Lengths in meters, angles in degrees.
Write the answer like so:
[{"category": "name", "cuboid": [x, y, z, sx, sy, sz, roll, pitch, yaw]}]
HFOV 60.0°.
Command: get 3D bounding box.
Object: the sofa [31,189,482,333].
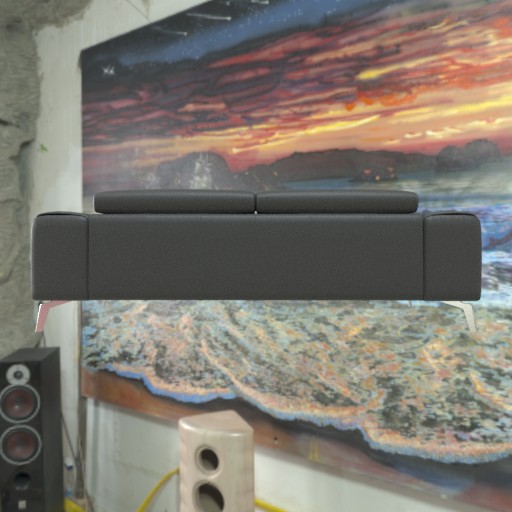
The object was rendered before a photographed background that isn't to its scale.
[{"category": "sofa", "cuboid": [0.000, 0.000, 2.760, 2.321, 0.759, 1.023, 0, 2, 0]}]
